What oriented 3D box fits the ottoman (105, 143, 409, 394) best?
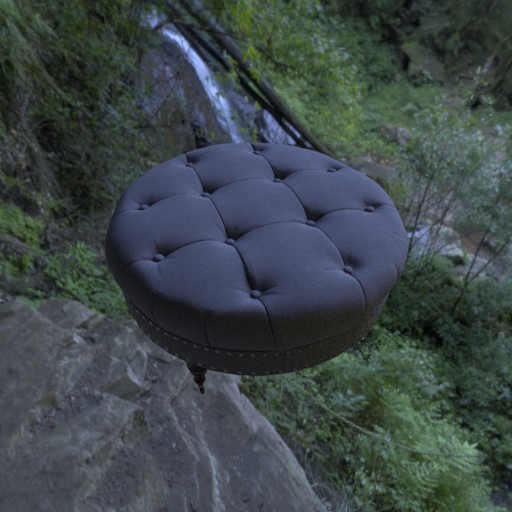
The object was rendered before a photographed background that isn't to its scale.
[{"bbox_3d":[0.000,0.000,1.432,0.901,0.439,0.901,0,41,0],"label":"ottoman"}]
